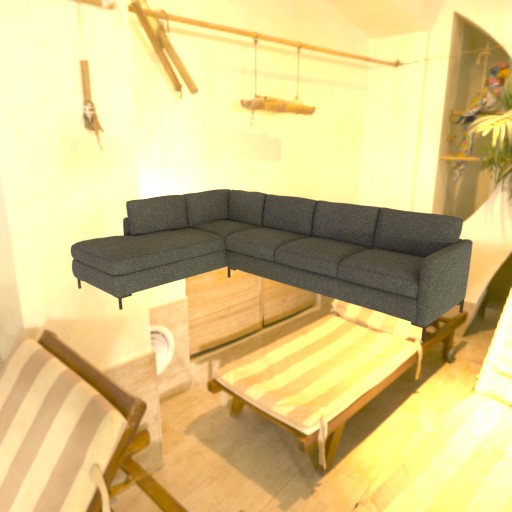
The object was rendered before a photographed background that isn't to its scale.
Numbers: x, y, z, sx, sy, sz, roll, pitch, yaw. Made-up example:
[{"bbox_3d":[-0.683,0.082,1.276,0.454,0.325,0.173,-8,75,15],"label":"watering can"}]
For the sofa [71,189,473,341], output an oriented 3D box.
[{"bbox_3d":[0.000,0.000,3.849,2.949,0.815,2.007,14,21,42],"label":"sofa"}]
